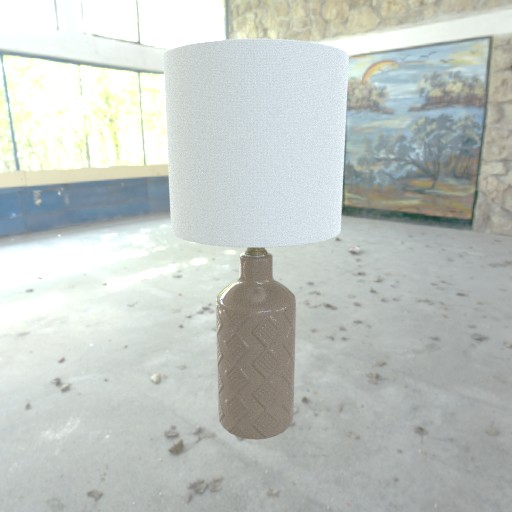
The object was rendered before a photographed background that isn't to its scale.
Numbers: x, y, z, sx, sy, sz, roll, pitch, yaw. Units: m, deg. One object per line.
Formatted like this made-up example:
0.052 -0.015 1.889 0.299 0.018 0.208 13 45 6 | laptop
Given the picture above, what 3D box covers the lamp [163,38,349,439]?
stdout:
0.000 0.000 0.559 0.207 0.461 0.207 13 20 42 | lamp
